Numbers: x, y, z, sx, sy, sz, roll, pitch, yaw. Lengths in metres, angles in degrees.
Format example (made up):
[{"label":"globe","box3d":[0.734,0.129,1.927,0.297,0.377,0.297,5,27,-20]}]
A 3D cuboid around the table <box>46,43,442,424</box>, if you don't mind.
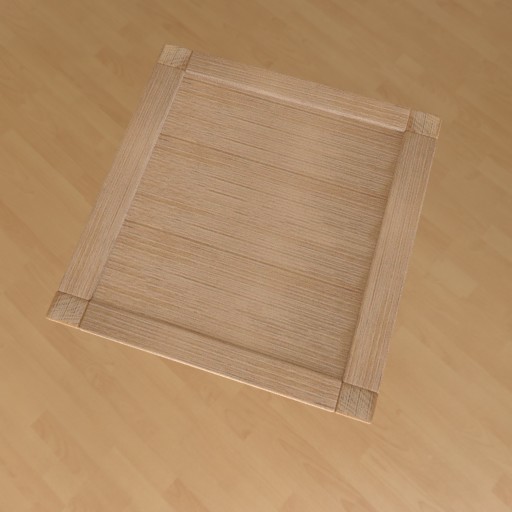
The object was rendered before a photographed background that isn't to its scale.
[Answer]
[{"label":"table","box3d":[0.000,0.000,1.061,0.558,0.610,0.559,17,76,4]}]
